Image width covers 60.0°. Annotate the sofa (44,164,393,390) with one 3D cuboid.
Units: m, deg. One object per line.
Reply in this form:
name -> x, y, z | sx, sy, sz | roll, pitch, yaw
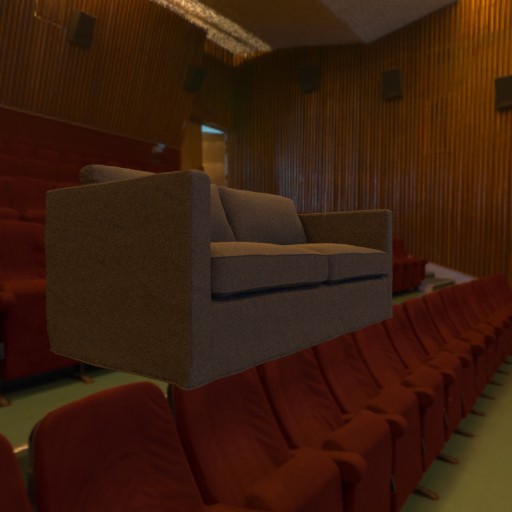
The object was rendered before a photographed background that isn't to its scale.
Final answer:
sofa -> 0.000, 0.000, 2.499 | 0.953, 0.855, 1.982 | 1, 1, 36
